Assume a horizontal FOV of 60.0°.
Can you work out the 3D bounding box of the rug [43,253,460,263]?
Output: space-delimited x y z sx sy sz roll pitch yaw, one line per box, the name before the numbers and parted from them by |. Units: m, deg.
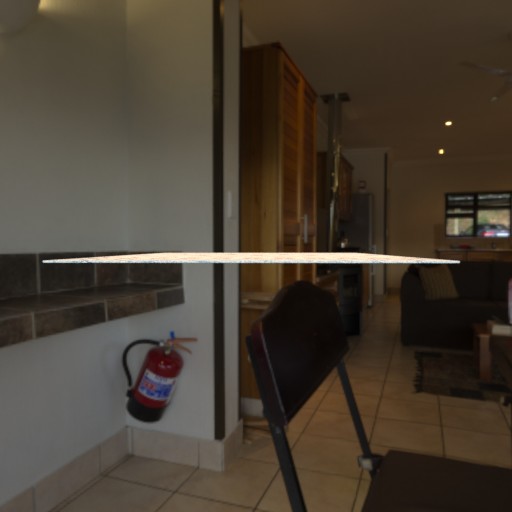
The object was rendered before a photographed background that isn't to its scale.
rug | 0.000 0.000 4.100 2.441 0.013 3.056 0 1 2
